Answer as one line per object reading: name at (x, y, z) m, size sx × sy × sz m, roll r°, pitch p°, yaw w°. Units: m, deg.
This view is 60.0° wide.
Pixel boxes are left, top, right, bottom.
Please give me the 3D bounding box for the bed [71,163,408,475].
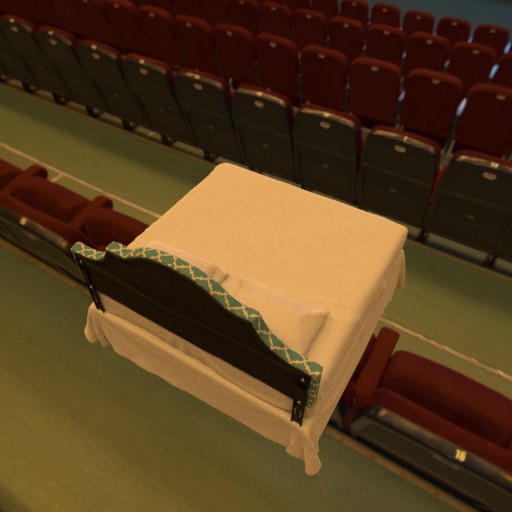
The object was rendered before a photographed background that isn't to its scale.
bed at (0.000, 0.000, 3.709) m, size 2.314 × 1.601 × 2.222 m, roll 24°, pitch 51°, yaw 21°
